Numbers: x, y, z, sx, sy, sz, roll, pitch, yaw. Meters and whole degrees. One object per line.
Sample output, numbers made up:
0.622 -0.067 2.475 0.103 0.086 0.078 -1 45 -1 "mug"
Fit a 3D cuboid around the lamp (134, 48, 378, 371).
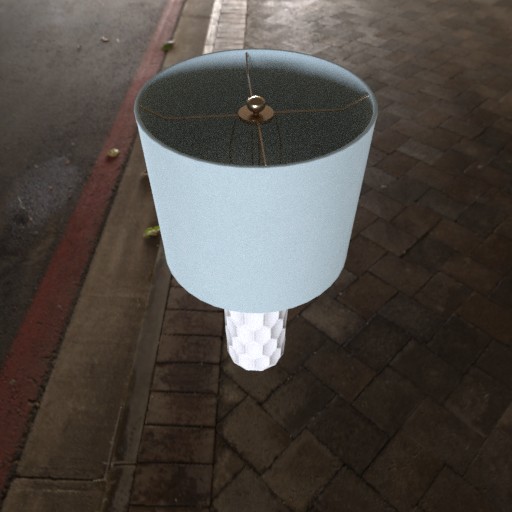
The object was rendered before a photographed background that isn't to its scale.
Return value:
0.000 0.000 0.705 0.277 0.534 0.277 25 52 22 "lamp"
